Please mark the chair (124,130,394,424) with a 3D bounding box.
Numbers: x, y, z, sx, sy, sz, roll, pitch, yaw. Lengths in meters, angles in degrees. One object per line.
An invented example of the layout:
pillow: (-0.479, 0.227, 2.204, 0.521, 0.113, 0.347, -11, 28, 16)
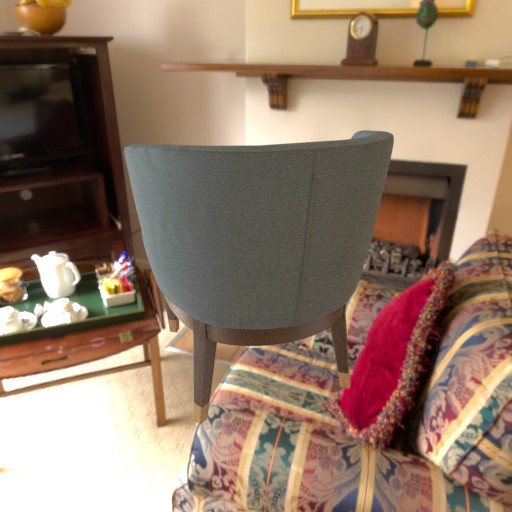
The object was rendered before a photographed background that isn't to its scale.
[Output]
chair: (0.000, 0.000, 1.285, 0.661, 0.760, 0.702, -8, 26, -16)
